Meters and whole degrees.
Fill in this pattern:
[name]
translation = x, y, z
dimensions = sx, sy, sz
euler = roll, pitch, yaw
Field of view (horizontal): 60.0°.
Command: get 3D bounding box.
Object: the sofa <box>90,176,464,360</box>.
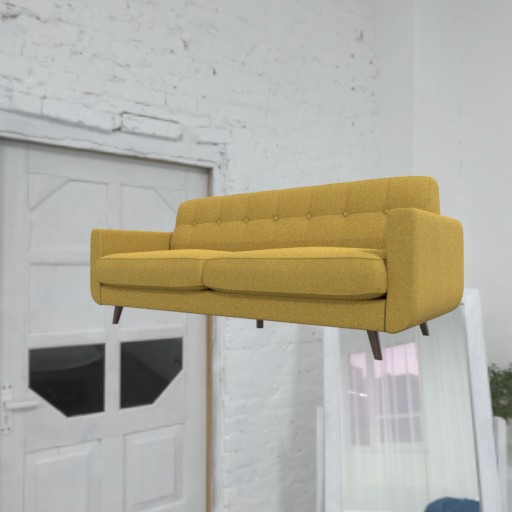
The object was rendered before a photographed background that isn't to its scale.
[sofa]
translation = 0.000, 0.000, 2.537
dimensions = 2.029, 0.841, 0.909
euler = 0, -1, 36
